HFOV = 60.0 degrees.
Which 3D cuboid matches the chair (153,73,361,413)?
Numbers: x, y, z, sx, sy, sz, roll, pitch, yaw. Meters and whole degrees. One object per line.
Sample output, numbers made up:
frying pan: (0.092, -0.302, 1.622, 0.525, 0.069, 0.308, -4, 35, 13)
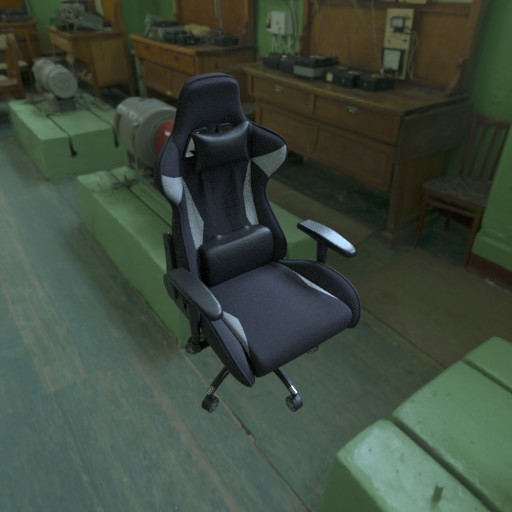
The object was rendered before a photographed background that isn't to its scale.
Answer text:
chair: (0.000, 0.000, 1.793, 0.730, 1.300, 0.695, -22, 39, -30)
